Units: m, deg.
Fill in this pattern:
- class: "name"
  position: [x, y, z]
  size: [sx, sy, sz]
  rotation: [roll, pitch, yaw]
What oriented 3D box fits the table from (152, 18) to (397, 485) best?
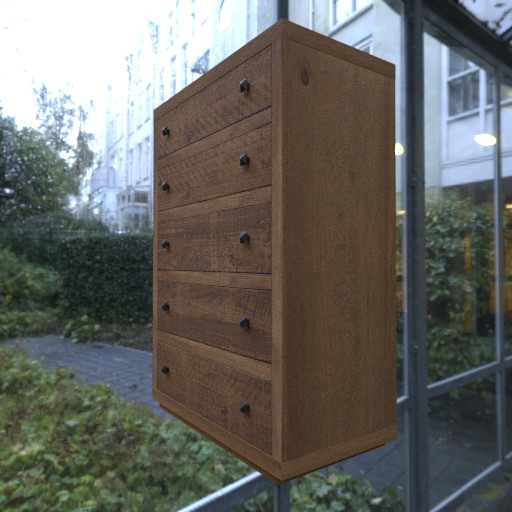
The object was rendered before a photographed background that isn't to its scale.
- class: "table"
  position: [0.000, 0.000, 1.710]
  size: [0.524, 1.294, 0.901]
  rotation: [1, -1, -36]
